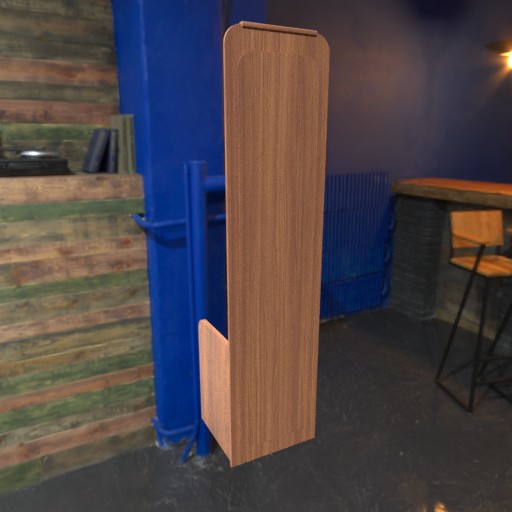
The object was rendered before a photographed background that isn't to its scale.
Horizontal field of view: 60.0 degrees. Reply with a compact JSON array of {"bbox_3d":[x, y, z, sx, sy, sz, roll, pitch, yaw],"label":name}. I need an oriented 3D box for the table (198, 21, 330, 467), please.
[{"bbox_3d":[0.000,0.000,2.023,0.450,1.830,0.420,-8,17,-27],"label":"table"}]
